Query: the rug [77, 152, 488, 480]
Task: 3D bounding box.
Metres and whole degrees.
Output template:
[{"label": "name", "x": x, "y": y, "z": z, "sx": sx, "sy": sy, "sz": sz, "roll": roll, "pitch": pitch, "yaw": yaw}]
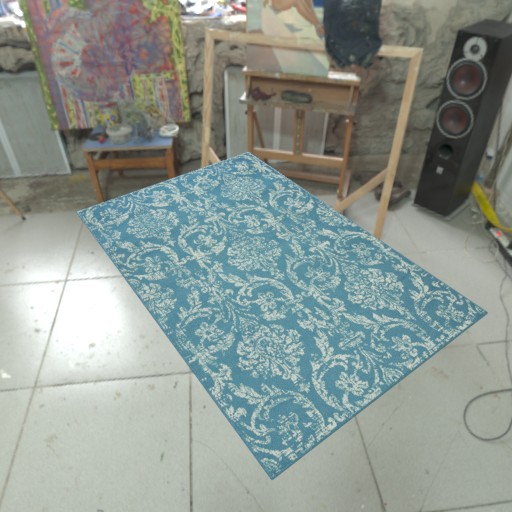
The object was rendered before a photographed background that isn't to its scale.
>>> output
[{"label": "rug", "x": 0.000, "y": 0.000, "z": 3.375, "sx": 1.816, "sy": 0.018, "sz": 2.746, "roll": -26, "pitch": 47, "yaw": -26}]
